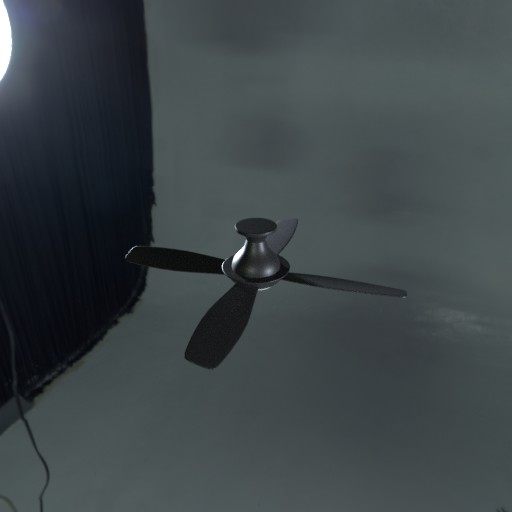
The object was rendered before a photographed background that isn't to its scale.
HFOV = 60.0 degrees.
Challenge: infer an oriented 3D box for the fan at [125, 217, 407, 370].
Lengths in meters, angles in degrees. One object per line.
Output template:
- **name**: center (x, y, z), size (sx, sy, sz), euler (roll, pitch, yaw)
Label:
- **fan**: center (0.000, 0.000, 2.552), size (1.694, 0.382, 1.694), euler (8, 28, 15)
